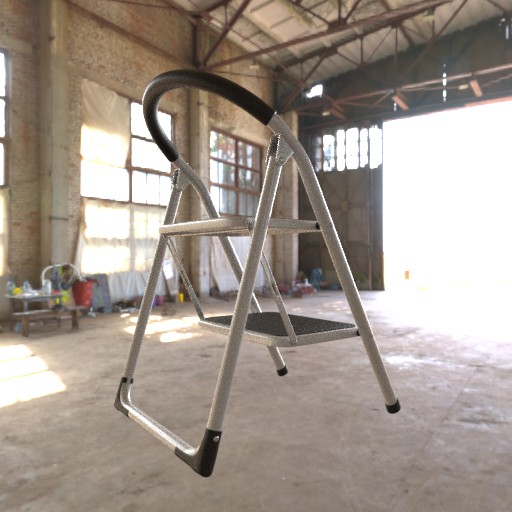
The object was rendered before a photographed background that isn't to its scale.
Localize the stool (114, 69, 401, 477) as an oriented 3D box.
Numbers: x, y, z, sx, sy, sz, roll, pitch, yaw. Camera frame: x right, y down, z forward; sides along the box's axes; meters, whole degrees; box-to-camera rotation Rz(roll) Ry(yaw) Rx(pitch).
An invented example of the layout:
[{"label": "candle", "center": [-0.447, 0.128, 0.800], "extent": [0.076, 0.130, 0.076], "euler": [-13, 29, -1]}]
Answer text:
[{"label": "stool", "center": [0.000, 0.000, 1.090], "extent": [0.559, 0.760, 0.453], "euler": [0, 0, -37]}]
